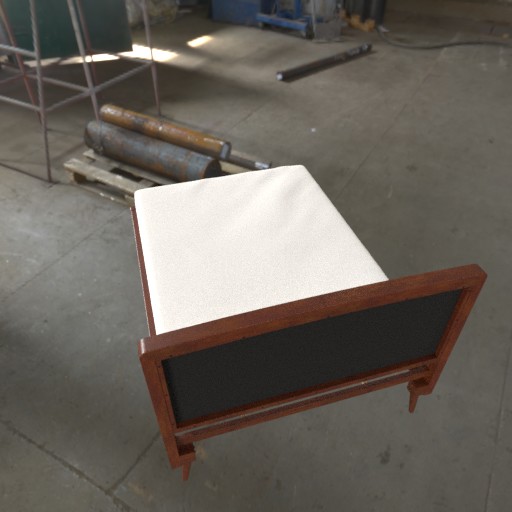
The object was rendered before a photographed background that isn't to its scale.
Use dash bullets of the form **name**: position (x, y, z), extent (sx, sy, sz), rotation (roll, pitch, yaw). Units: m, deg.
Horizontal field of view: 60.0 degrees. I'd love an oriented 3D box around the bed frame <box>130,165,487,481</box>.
- **bed frame**: position (0.000, 0.000, 3.045), extent (1.587, 1.279, 2.171), rotation (-11, 43, -12)
